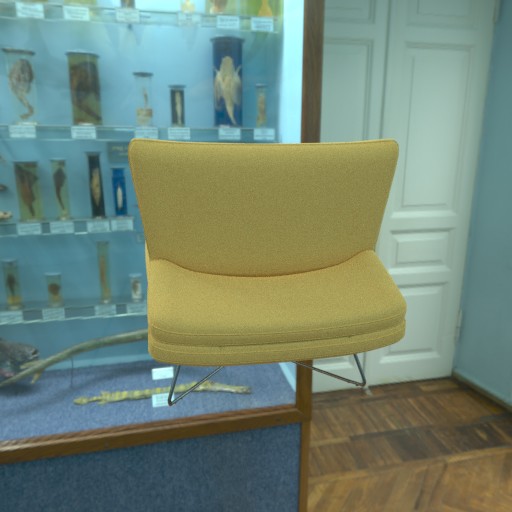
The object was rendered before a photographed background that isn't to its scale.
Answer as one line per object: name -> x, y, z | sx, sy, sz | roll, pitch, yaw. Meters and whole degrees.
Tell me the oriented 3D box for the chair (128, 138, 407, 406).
chair -> 0.000, 0.000, 1.680 | 0.859, 0.855, 1.008 | -3, 14, -10
